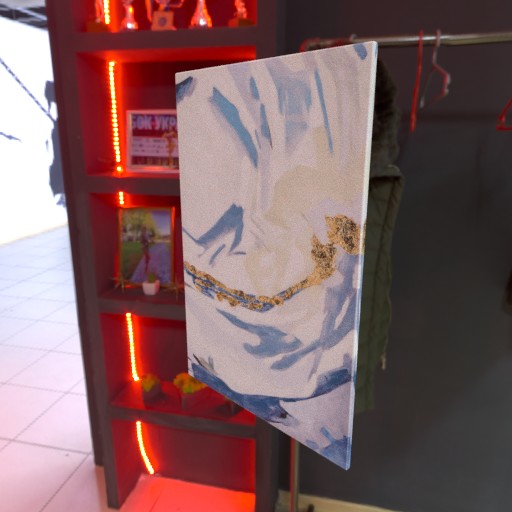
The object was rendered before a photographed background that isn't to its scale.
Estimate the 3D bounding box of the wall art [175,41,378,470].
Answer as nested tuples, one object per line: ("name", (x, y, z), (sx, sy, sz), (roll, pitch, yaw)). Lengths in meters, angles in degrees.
("wall art", (0.000, 0.000, 1.120), (0.016, 0.914, 0.610), (-15, 21, -43))
